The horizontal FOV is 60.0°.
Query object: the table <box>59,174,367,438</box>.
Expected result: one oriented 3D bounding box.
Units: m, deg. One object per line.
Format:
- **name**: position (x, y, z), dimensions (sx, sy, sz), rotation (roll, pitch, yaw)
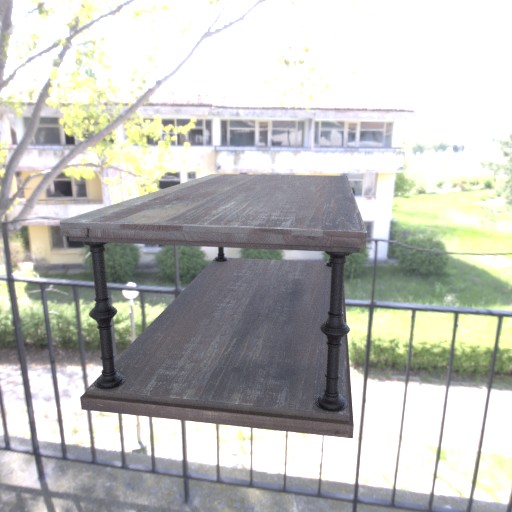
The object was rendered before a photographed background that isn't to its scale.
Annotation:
- **table**: position (0.000, 0.000, 1.344), dimensions (0.554, 0.399, 1.088), rotation (3, 15, 9)
